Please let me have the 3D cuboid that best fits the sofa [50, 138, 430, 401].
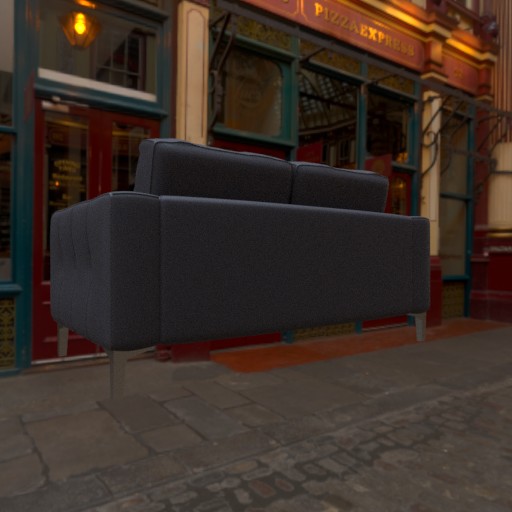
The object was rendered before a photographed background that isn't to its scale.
[{"bbox_3d":[0.000,0.000,2.162,1.726,0.893,0.833,0,0,-36],"label":"sofa"}]
